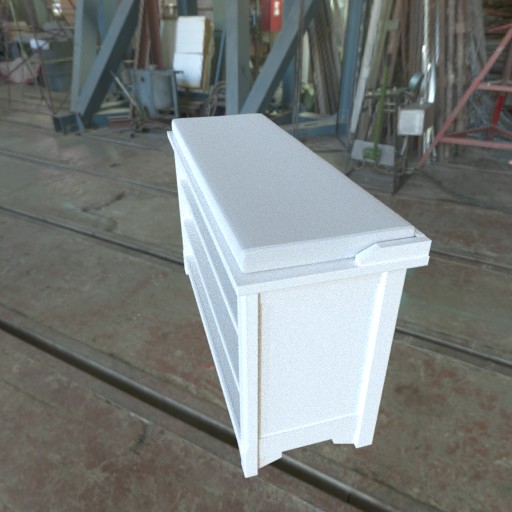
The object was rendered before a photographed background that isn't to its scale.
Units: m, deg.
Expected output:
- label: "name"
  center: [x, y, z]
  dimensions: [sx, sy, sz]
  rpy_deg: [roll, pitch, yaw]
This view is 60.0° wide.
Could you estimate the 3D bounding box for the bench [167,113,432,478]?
- label: "bench"
  center: [0.000, 0.000, 1.266]
  dimensions: [0.346, 0.589, 0.987]
  rpy_deg: [-8, 31, -14]
